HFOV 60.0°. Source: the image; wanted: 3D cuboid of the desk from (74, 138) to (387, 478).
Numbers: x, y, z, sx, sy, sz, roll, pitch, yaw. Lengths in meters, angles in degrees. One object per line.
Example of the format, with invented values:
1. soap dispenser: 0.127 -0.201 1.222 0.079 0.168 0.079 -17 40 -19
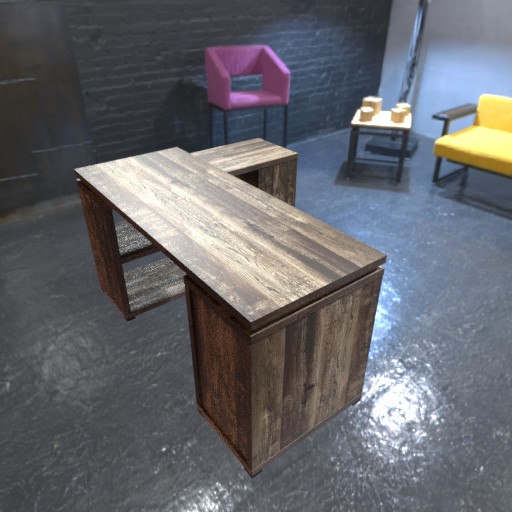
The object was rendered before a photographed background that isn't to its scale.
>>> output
1. desk: 0.000 0.000 2.276 1.200 0.753 1.524 -22 38 -31
